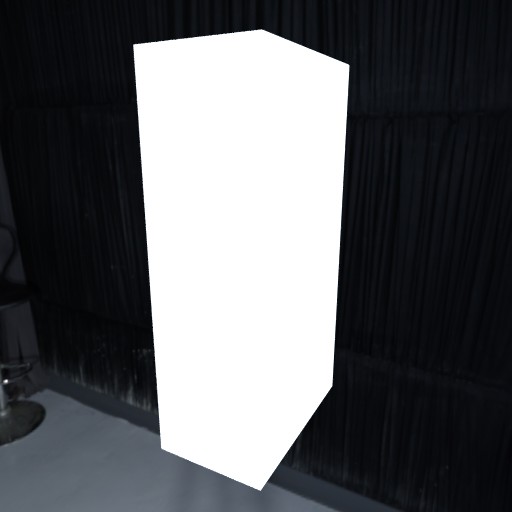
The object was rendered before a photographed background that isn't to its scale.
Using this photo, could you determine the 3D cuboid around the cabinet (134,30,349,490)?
[{"bbox_3d":[0.000,0.000,2.313,0.580,1.920,0.980,9,18,27],"label":"cabinet"}]
